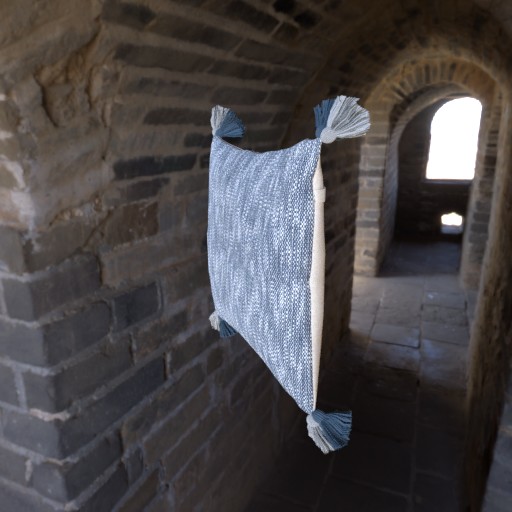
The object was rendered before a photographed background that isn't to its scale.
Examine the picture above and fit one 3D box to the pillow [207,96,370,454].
[{"bbox_3d":[0.000,0.000,0.944,0.138,0.634,0.614,-7,18,-24],"label":"pillow"}]
